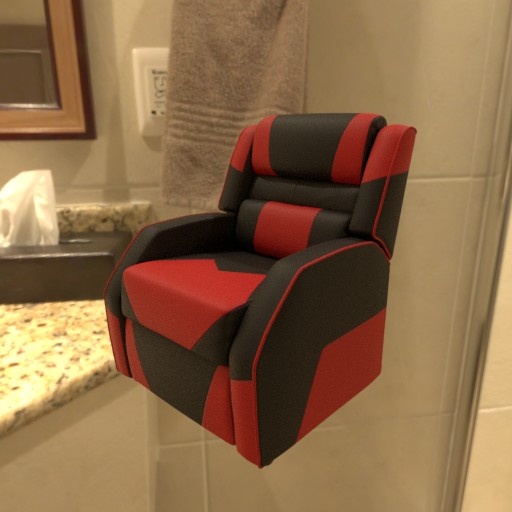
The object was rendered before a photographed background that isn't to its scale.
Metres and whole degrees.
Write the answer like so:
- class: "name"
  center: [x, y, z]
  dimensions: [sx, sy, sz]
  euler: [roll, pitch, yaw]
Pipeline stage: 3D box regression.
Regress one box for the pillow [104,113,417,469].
- class: "pillow"
  center: [0.000, 0.000, 1.294]
  dimensions: [0.620, 0.805, 0.672]
  euler: [15, 22, 41]
